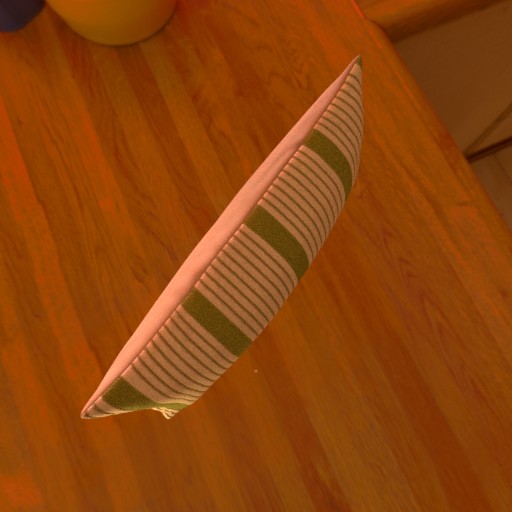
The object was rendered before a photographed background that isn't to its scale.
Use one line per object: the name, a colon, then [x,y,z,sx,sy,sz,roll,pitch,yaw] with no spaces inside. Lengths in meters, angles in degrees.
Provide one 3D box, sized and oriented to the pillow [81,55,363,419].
pillow: [0.000,0.000,0.708,0.156,0.292,0.608,35,78,8]
